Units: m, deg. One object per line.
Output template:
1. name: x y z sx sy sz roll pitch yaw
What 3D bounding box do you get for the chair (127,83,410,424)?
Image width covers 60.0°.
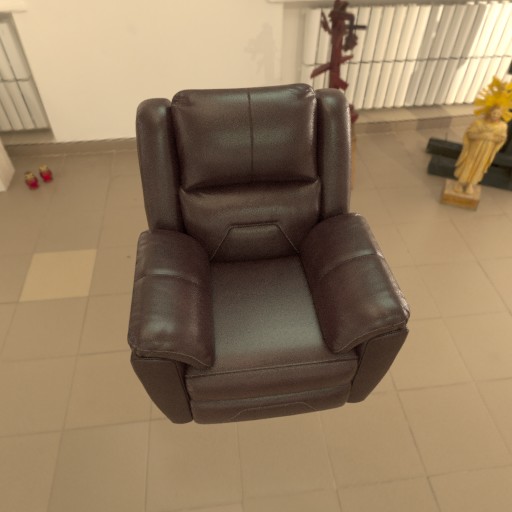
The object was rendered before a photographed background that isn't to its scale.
1. chair: 0.000 0.000 1.866 0.990 1.093 1.041 -5 46 -5
